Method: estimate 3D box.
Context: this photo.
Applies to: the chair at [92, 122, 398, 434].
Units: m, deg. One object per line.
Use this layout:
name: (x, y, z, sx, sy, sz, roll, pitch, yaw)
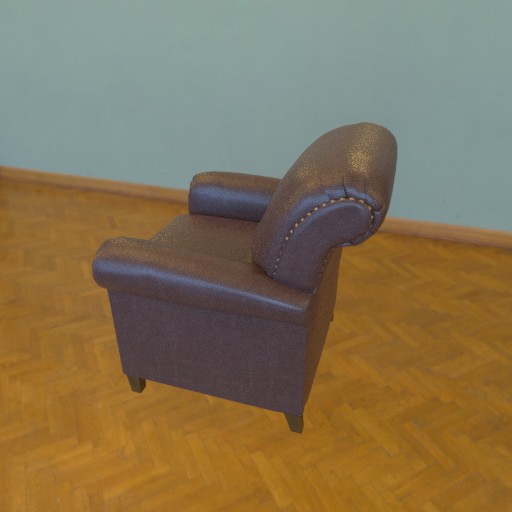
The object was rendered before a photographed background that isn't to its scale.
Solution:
chair: (0.000, 0.000, 1.643, 0.890, 0.927, 0.854, 9, 30, 15)
